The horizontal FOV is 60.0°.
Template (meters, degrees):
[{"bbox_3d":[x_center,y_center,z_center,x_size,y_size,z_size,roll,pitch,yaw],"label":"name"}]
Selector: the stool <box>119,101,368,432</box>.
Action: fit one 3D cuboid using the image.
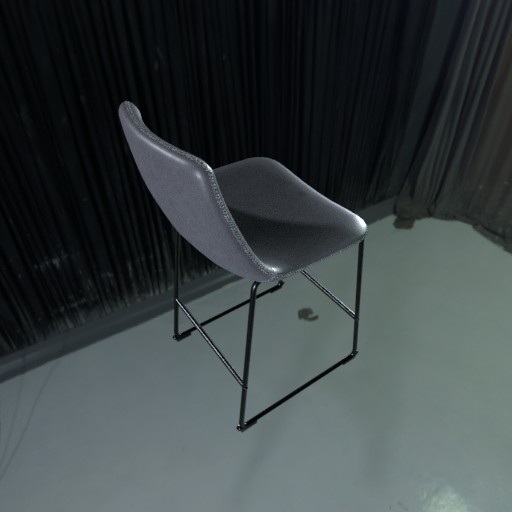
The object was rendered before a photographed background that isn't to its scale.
[{"bbox_3d":[0.000,0.000,1.219,0.546,0.876,0.470,-25,47,-26],"label":"stool"}]
